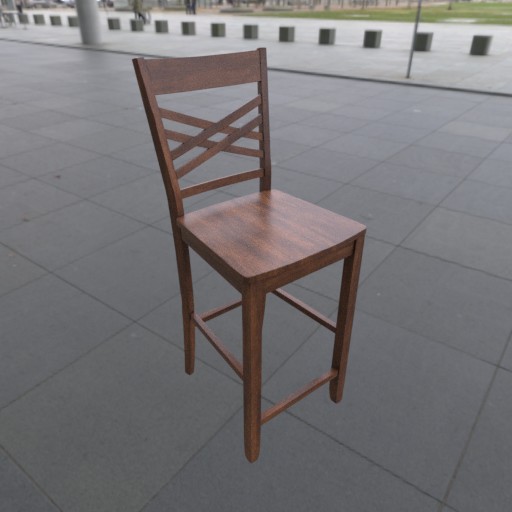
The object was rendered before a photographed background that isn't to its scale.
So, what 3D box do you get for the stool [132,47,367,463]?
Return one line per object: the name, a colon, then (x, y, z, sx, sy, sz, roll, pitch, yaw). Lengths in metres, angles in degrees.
stool: (0.000, 0.000, 1.348, 0.426, 1.098, 0.504, -21, 37, -32)
